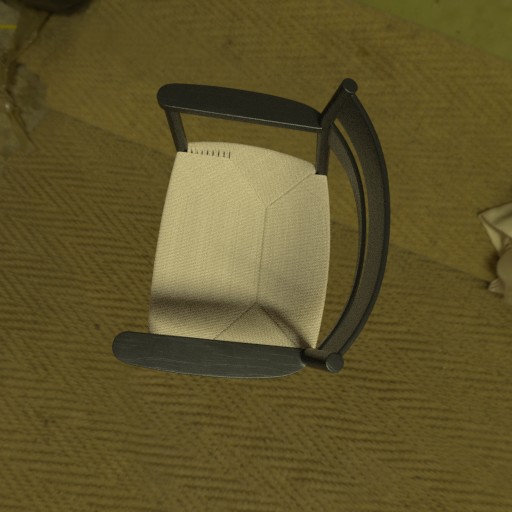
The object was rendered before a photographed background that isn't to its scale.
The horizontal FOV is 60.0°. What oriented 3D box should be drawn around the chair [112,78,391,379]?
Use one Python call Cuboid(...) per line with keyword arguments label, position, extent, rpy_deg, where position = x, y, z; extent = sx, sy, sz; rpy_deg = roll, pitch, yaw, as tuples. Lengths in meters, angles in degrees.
Cuboid(label="chair", position=(0.000, 0.000, 1.184), extent=(0.508, 0.775, 0.630), rpy_deg=(6, 76, 1))
